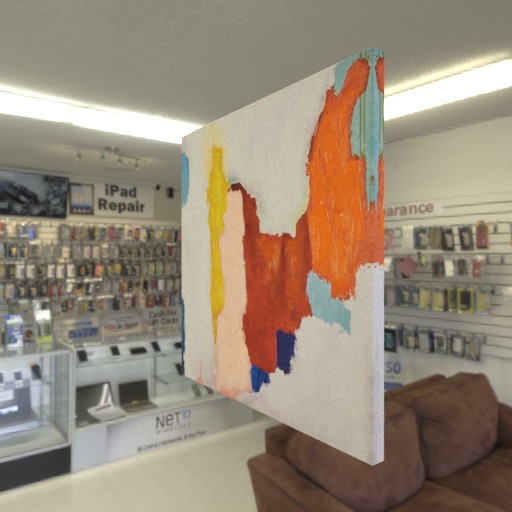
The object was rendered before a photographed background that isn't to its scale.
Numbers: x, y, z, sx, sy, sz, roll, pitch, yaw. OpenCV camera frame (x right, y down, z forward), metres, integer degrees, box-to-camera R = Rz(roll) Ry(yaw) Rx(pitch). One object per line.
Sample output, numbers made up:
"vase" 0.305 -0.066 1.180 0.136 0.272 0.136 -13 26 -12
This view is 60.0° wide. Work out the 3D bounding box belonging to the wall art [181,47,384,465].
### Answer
"wall art" 0.000 0.000 1.198 0.037 0.814 0.814 0 0 -36
